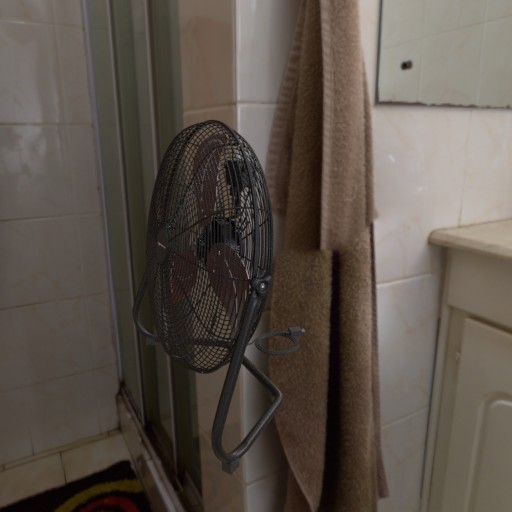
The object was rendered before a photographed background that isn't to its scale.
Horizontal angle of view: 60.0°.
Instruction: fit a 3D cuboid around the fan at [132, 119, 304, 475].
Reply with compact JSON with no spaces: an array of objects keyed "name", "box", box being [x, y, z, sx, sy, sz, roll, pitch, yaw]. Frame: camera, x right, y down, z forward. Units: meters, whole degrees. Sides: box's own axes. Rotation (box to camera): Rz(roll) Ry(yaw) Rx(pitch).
[{"name":"fan","box":[0.000,0.000,0.933,0.424,0.546,0.555,-8,17,-26]}]
